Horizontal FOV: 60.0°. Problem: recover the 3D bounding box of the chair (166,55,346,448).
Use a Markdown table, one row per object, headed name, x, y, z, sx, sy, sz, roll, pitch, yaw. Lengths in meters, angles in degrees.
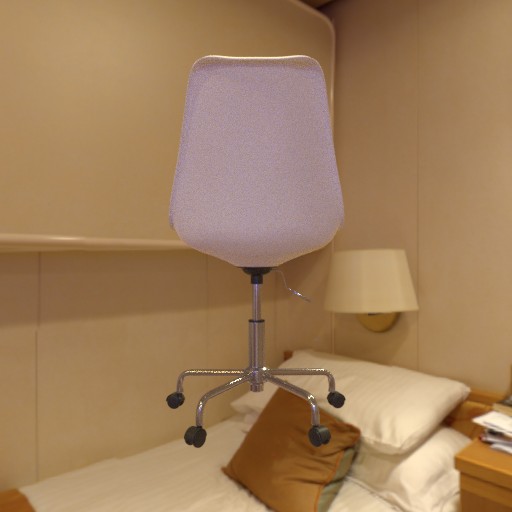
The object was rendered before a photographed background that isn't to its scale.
| name | x | y | z | sx | sy | sz | roll | pitch | yaw |
| --- | --- | --- | --- | --- | --- | --- | --- | --- | --- |
| chair | 0.000 | 0.000 | 1.286 | 0.550 | 0.930 | 0.550 | 0 | 0 | 0 |
